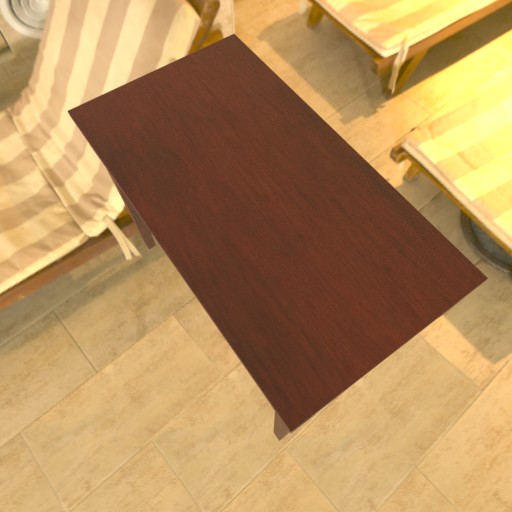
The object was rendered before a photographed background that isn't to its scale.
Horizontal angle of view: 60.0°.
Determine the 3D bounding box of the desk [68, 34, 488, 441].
[{"bbox_3d":[0.000,0.000,1.431,0.549,0.762,1.001,-32,67,-15],"label":"desk"}]
